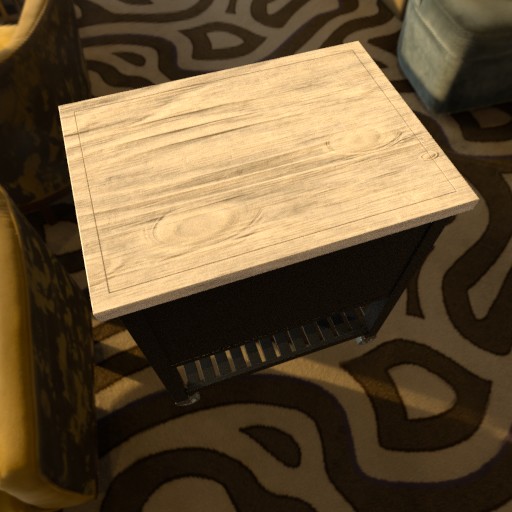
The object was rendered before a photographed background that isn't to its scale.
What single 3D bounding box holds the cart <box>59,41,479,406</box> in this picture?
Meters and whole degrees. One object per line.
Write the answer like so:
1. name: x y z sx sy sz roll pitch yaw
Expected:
1. cart: 0.000 0.000 1.375 0.797 0.920 0.567 -16 60 -10
